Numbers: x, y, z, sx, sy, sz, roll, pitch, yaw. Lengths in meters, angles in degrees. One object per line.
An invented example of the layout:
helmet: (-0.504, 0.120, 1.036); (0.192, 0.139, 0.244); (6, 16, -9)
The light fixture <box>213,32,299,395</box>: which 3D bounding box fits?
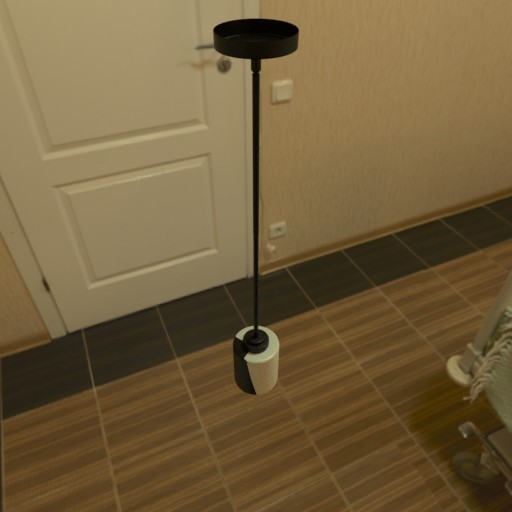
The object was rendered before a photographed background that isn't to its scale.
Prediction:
light fixture: (0.000, 0.000, 0.919); (0.123, 0.863, 0.123); (26, 47, 27)
